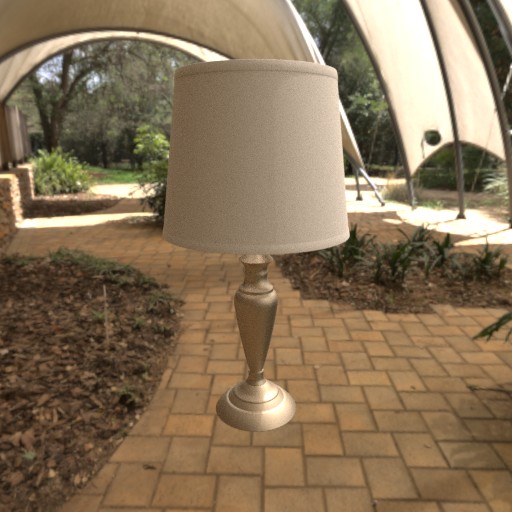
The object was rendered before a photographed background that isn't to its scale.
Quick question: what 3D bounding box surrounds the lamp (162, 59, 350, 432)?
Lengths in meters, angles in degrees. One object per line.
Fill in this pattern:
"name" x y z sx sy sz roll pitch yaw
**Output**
"lamp" 0.000 0.000 0.804 0.328 0.619 0.328 0 15 0
